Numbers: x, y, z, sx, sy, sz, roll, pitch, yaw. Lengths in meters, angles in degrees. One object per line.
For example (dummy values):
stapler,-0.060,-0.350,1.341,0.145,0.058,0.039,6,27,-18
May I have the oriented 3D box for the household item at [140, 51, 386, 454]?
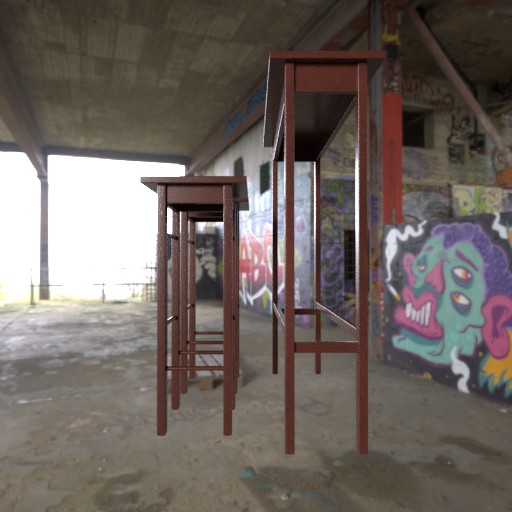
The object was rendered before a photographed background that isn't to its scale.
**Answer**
household item,0.000,0.000,1.612,0.676,1.067,0.914,0,-1,0
